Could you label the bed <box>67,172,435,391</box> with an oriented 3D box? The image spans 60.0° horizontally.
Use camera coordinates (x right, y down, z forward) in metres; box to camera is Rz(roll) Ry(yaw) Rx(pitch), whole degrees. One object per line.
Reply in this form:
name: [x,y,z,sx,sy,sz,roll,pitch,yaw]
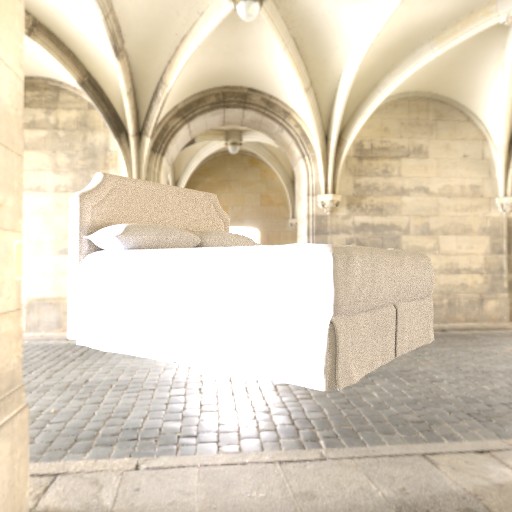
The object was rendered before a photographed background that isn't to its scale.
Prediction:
bed: [0.000,0.000,3.912,2.548,1.524,2.134,-1,-1,36]
